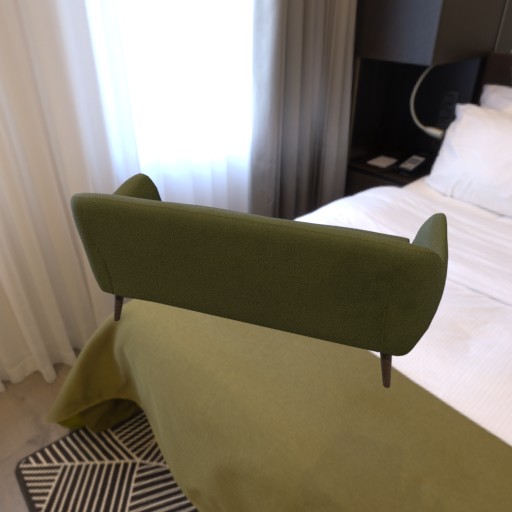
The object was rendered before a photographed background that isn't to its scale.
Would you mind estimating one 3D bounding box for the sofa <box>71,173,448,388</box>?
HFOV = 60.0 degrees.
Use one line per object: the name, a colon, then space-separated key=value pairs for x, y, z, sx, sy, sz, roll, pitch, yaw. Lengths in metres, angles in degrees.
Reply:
sofa: x=0.000 y=0.000 z=2.325 sx=1.840 sy=0.836 sz=0.820 roll=10 pitch=32 yaw=16
